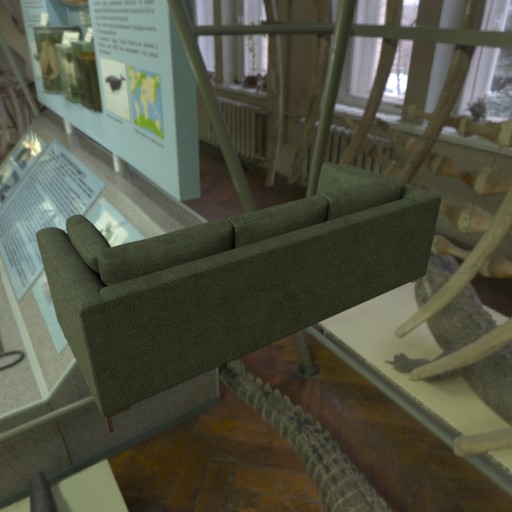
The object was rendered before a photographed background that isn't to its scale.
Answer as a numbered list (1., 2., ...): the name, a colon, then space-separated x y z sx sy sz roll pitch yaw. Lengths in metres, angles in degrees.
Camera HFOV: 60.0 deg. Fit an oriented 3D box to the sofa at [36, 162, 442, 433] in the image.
1. sofa: 0.000 0.000 2.921 2.415 0.867 0.969 -17 33 -30
